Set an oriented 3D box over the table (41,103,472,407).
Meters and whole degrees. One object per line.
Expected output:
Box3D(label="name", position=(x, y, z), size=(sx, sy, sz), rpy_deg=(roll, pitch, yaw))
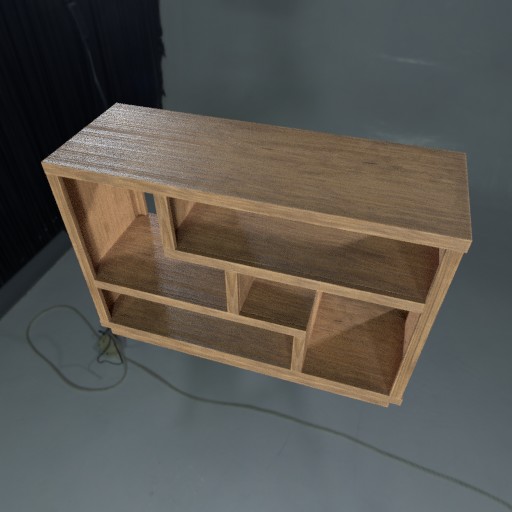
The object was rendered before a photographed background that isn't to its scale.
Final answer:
Box3D(label="table", position=(0.000, 0.000, 1.532), size=(1.151, 0.771, 0.410), rpy_deg=(12, 44, 13))
